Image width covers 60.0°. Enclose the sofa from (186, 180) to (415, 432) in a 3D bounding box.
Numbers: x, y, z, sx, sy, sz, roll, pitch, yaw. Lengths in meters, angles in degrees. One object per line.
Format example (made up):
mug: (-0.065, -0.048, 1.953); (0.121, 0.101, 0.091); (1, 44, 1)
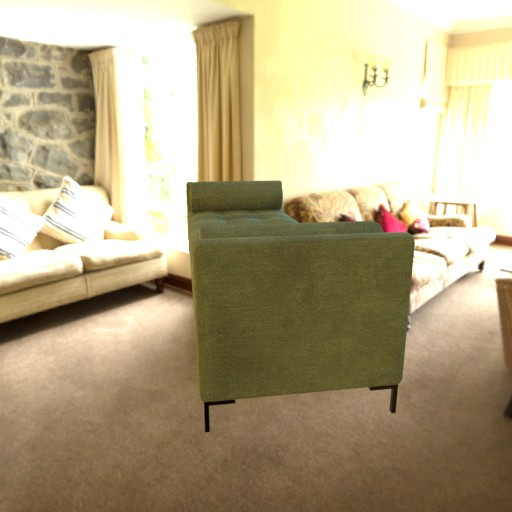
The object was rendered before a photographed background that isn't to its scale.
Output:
sofa: (0.000, 0.000, 2.328); (0.686, 0.635, 1.981); (-2, 15, -9)
